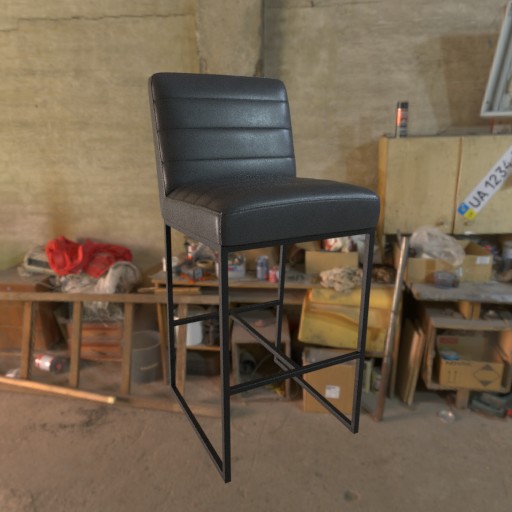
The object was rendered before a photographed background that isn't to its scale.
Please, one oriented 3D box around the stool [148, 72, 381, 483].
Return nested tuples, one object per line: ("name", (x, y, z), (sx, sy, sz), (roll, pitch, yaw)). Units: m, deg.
("stool", (0.000, 0.000, 1.312), (0.457, 1.040, 0.552), (-8, 18, -26))
